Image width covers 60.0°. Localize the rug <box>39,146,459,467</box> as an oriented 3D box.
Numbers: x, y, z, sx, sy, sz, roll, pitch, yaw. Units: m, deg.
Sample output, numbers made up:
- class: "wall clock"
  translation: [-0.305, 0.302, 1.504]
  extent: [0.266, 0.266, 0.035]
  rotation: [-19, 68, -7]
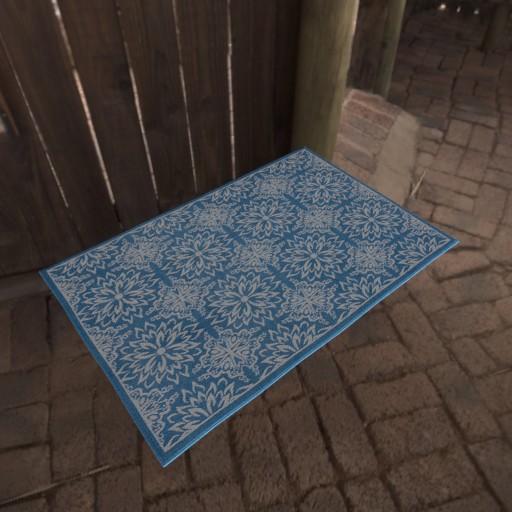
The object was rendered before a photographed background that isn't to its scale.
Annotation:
- class: "rug"
  translation: [0.000, 0.000, 3.483]
  extent: [2.769, 0.018, 1.830]
  rotation: [-30, 53, -26]
